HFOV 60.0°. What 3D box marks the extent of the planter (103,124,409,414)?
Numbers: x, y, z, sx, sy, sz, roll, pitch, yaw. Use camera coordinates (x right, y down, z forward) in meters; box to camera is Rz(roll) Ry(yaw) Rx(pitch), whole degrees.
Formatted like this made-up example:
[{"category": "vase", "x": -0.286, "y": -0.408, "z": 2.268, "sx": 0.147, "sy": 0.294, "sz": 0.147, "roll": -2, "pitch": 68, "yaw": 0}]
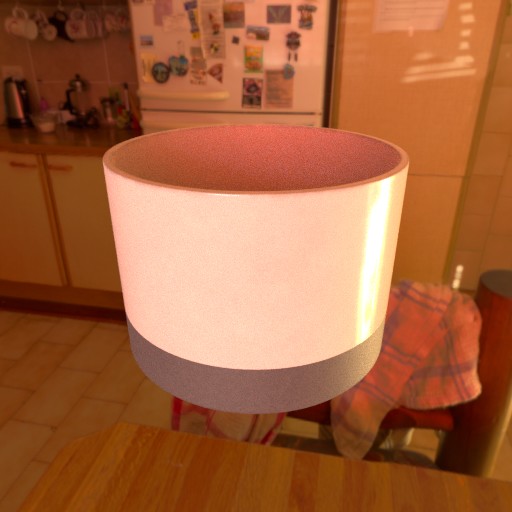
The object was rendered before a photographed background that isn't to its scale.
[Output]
[{"category": "planter", "x": 0.000, "y": 0.000, "z": 0.217, "sx": 0.128, "sy": 0.105, "sz": 0.128, "roll": 0, "pitch": 26, "yaw": 0}]
